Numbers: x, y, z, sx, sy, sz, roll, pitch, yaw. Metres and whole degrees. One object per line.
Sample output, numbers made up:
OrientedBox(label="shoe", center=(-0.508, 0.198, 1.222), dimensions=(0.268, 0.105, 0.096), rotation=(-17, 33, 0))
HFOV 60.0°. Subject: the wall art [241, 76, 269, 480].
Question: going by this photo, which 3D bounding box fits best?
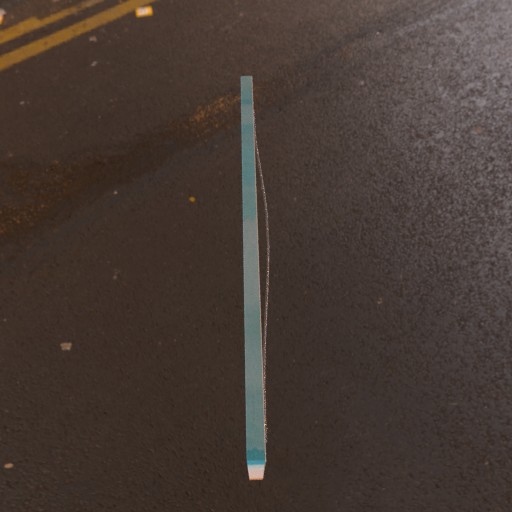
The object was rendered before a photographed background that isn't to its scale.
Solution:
OrientedBox(label="wall art", center=(0.000, 0.000, 0.862), dimensions=(0.044, 0.254, 0.759), rotation=(-1, 58, -1))
